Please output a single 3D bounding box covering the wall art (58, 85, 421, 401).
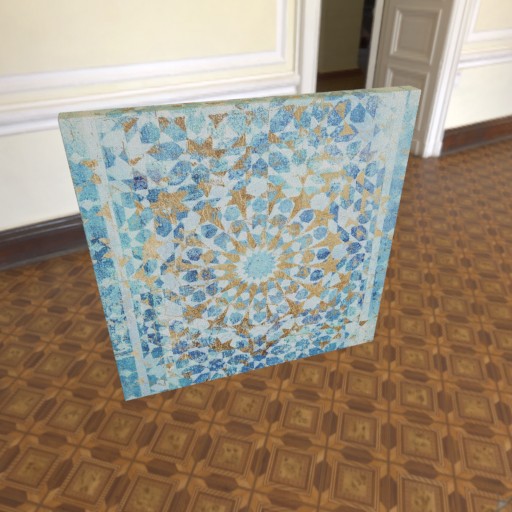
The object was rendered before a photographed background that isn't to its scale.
[{"bbox_3d":[0.000,0.000,0.893,0.609,0.609,0.040,-10,34,-15],"label":"wall art"}]
